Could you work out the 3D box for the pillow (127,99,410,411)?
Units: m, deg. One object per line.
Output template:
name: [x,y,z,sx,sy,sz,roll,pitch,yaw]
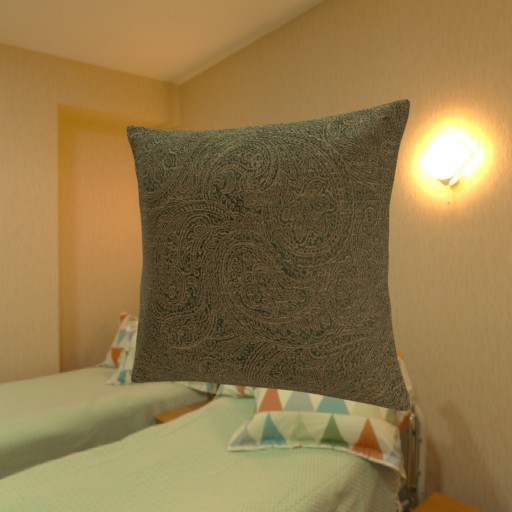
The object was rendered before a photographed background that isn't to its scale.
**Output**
pillow: [0.000,0.000,0.796,0.526,0.507,0.166,0,1,18]
